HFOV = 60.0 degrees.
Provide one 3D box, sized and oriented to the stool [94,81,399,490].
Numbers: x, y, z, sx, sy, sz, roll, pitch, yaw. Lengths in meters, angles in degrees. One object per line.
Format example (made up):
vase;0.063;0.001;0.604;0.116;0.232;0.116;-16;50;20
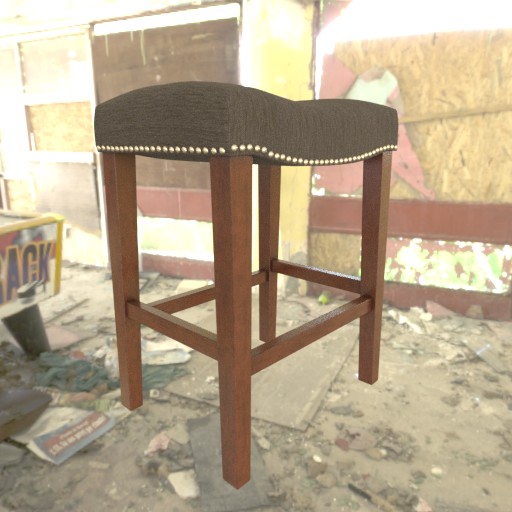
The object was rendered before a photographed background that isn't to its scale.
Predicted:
stool;0.000;0.000;0.944;0.372;0.654;0.504;13;19;41
